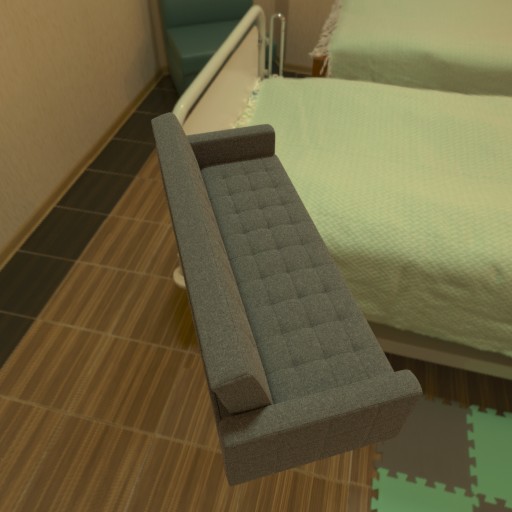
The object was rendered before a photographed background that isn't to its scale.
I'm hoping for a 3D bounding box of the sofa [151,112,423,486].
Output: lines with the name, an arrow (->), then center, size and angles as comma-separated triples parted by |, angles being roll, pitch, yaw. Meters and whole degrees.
sofa -> 0.000, 0.000, 2.401 | 0.810, 0.850, 2.040 | -11, 48, -11
